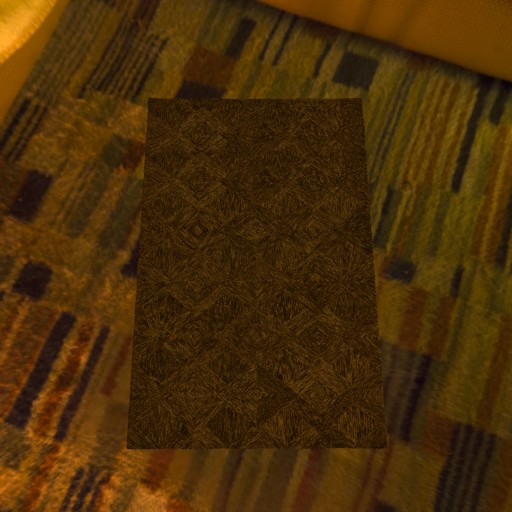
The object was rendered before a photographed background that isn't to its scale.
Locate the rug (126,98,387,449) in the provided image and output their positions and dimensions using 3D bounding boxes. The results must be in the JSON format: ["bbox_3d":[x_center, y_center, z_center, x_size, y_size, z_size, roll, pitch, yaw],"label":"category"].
[{"bbox_3d":[0.000,0.000,2.229,1.189,0.011,1.808,0,76,0],"label":"rug"}]
